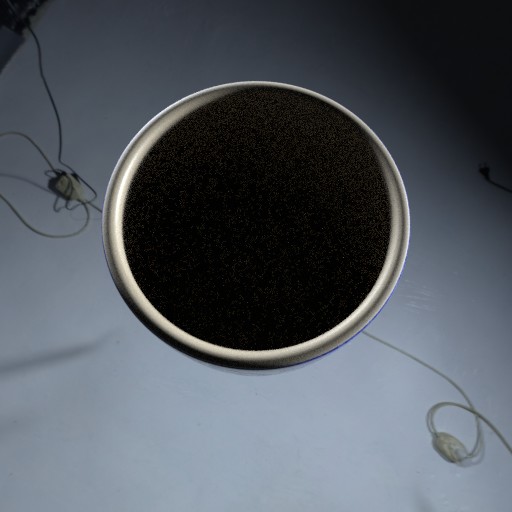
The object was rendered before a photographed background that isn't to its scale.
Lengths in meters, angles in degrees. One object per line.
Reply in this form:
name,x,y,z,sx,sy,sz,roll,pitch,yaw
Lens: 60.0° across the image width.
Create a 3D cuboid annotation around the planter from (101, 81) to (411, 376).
planter,0.000,0.000,0.207,0.109,0.112,0.109,0,73,0
